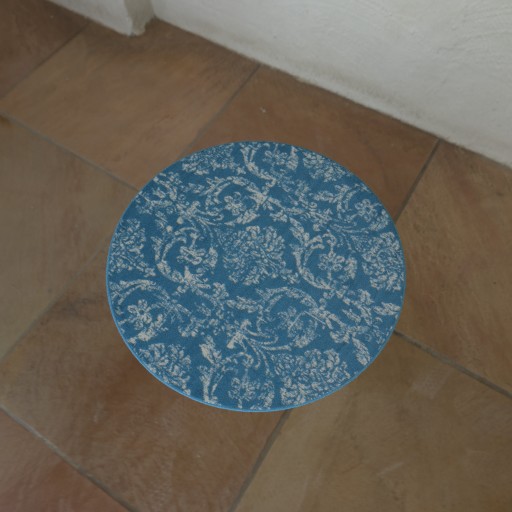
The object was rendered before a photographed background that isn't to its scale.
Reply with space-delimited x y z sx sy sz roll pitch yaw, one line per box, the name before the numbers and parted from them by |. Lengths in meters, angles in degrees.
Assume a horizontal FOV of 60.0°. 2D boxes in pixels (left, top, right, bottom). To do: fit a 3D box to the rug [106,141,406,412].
rug | 0.000 0.000 2.381 1.593 0.012 1.593 0 63 0
